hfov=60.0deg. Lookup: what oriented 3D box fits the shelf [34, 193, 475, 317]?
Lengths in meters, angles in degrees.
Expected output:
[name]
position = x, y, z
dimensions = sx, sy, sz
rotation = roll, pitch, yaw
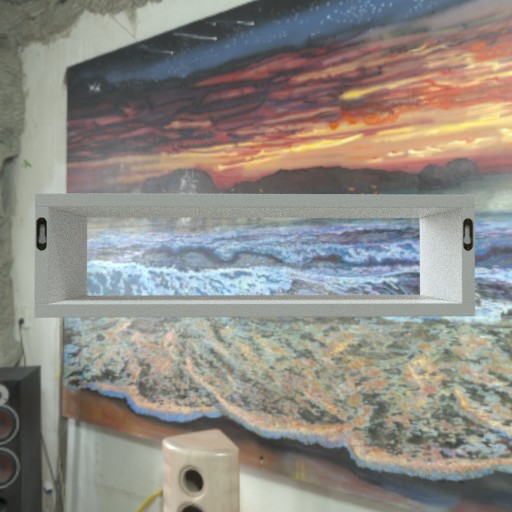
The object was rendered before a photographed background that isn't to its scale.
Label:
[shelf]
position = 0.000, 0.000, 0.688
dimensions = 0.610, 0.170, 0.150
rotation = 0, -1, -1
